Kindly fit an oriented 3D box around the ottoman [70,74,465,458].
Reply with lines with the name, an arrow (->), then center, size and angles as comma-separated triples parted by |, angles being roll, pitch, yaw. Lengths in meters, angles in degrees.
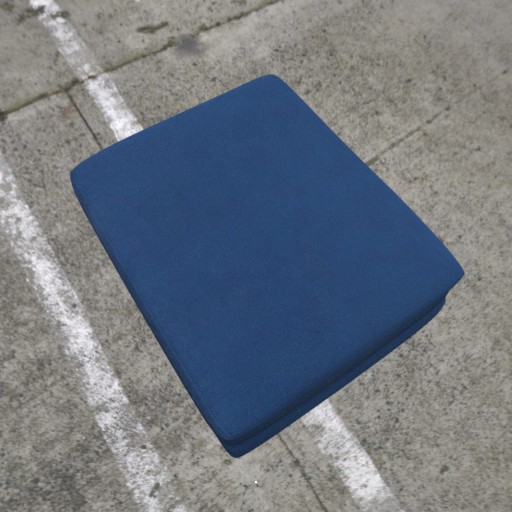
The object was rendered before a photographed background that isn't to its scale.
ottoman -> 0.000, 0.000, 1.192 | 0.655, 0.485, 0.794 | -31, 67, -15
